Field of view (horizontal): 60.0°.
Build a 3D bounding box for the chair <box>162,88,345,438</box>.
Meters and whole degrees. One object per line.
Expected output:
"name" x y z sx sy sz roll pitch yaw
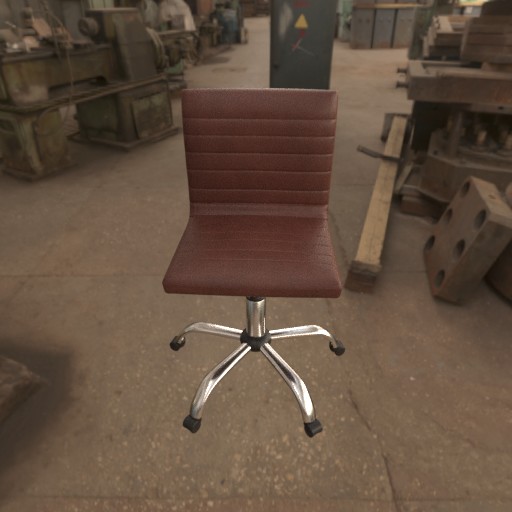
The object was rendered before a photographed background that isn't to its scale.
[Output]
"chair" 0.000 0.000 1.162 0.556 0.780 0.530 1 32 2
